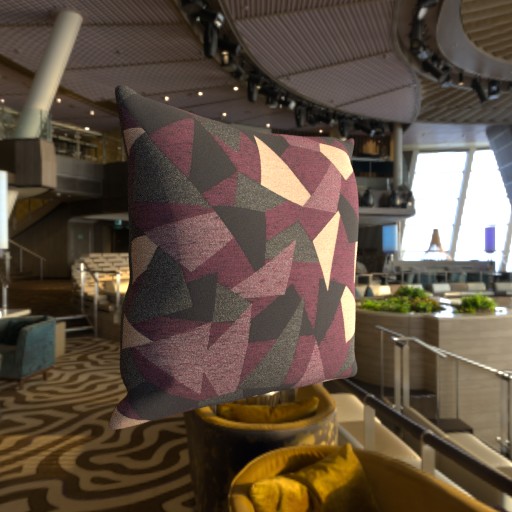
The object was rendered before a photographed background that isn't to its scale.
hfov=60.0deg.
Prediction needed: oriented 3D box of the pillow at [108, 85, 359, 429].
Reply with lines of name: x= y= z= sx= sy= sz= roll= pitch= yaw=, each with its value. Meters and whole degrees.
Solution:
pillow: x=0.000 y=0.000 z=0.767 sx=0.503 sy=0.496 sz=0.208 roll=0 pitch=0 yaw=-35
